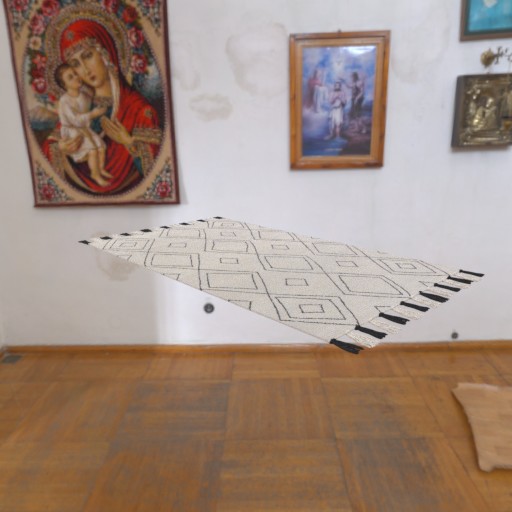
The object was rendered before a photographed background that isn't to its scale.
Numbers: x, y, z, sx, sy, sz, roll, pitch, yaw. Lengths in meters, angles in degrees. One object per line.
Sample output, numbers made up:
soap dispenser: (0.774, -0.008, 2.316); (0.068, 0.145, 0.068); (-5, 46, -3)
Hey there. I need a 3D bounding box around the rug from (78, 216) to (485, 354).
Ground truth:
rug: (0.000, 0.000, 3.305); (1.524, 0.021, 2.755); (-15, 22, -42)
